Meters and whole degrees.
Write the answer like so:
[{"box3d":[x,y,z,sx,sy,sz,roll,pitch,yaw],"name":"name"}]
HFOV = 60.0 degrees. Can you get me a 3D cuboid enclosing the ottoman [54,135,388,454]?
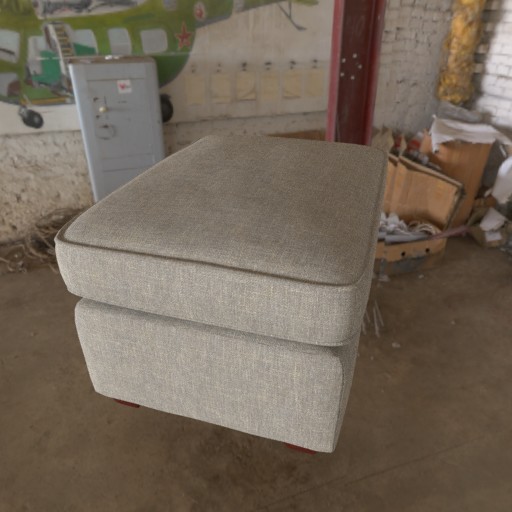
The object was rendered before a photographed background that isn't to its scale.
[{"box3d":[0.000,0.000,1.090,0.559,0.457,0.762,9,31,15],"name":"ottoman"}]
